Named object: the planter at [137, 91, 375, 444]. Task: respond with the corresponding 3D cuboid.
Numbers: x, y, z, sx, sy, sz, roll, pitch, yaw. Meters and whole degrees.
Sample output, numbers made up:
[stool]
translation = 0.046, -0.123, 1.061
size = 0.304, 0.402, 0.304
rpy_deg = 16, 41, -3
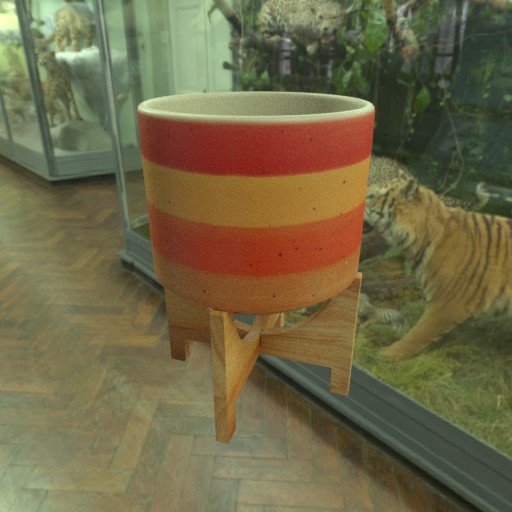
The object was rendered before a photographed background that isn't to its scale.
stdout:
[planter]
translation = 0.000, 0.000, 0.571
size = 0.269, 0.379, 0.269
rpy_deg = 0, 25, 0
